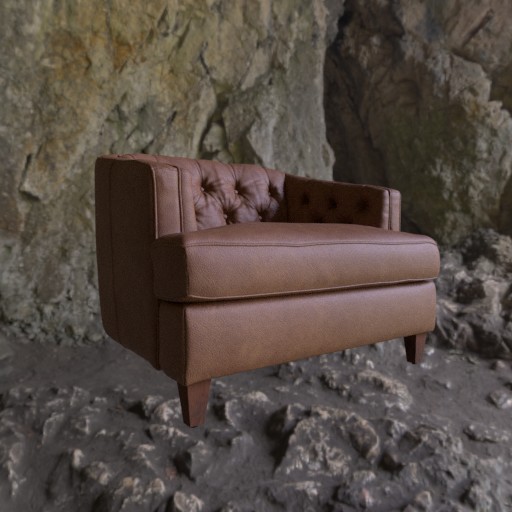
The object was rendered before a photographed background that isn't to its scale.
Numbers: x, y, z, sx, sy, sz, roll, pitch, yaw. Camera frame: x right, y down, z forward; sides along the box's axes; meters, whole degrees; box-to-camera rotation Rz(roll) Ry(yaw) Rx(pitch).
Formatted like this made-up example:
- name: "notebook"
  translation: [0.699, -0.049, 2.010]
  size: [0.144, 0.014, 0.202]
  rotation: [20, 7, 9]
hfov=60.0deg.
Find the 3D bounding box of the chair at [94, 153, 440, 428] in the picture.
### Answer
- name: "chair"
  translation: [0.000, 0.000, 1.717]
  size: [1.119, 0.836, 0.911]
  rotation: [-2, 3, -36]
